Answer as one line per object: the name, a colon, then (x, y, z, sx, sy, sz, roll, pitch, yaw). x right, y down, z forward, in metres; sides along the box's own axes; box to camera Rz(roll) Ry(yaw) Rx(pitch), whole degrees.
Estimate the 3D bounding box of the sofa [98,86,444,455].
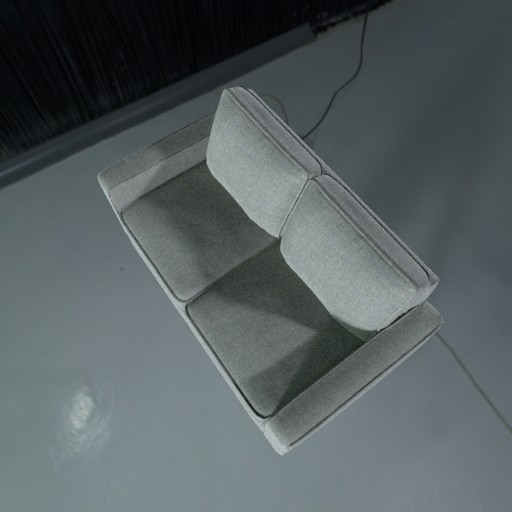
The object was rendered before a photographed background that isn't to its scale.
sofa: (0.000, 0.000, 2.321, 0.945, 0.915, 1.706, -33, 68, -15)
